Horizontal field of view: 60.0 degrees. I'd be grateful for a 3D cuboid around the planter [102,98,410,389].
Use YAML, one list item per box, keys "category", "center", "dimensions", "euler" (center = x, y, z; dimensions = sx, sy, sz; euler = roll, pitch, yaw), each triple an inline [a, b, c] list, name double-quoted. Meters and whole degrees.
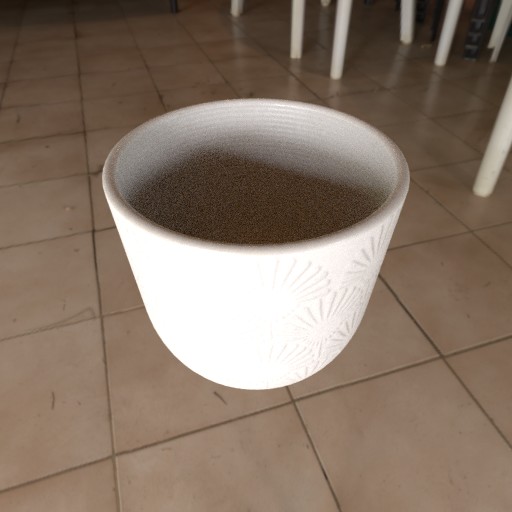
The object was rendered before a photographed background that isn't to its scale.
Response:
- category: "planter"
  center: [0.000, 0.000, 0.301]
  dimensions: [0.170, 0.152, 0.170]
  euler: [0, 41, 0]
